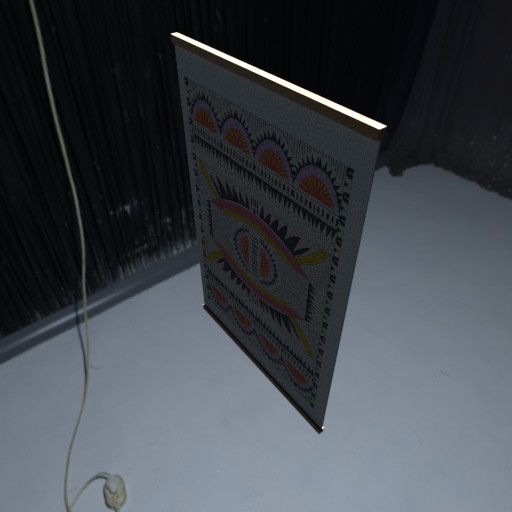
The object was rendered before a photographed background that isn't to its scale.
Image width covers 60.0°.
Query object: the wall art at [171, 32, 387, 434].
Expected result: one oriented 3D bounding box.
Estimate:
[{"bbox_3d":[0.000,0.000,1.875,0.028,1.533,0.999,-27,49,-27],"label":"wall art"}]
